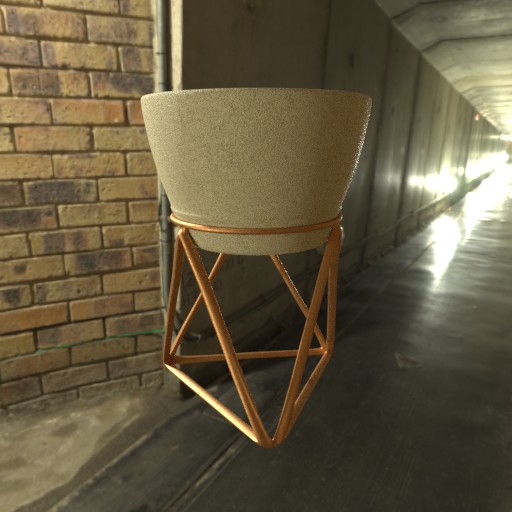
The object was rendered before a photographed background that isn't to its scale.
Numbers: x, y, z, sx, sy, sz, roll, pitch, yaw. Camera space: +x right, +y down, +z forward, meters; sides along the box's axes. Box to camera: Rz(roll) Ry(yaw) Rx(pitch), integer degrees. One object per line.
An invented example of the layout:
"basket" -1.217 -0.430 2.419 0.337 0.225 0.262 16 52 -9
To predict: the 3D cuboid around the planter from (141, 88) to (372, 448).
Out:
"planter" 0.000 0.000 0.755 0.350 0.504 0.350 -2 15 -7
